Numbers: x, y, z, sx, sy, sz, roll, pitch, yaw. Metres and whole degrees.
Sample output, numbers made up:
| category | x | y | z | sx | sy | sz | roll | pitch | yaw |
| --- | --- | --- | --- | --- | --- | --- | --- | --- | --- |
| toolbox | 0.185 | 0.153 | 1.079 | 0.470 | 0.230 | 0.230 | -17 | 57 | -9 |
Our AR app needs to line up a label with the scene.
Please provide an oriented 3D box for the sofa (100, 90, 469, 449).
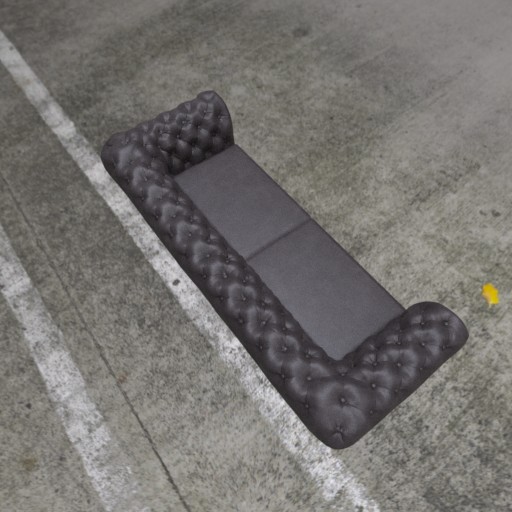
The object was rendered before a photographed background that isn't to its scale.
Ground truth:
| category | x | y | z | sx | sy | sz | roll | pitch | yaw |
| --- | --- | --- | --- | --- | --- | --- | --- | --- | --- |
| sofa | 0.000 | 0.000 | 2.824 | 0.944 | 0.783 | 2.385 | -33 | 64 | -18 |
